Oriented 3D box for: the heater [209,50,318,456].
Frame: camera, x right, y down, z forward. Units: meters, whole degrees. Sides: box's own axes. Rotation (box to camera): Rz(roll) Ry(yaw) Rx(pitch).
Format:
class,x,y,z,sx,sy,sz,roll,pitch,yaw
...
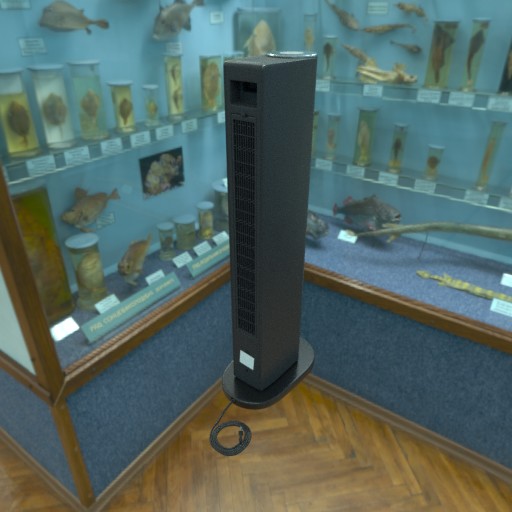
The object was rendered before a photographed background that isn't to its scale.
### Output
class,x,y,z,sx,sy,sz,roll,pitch,yaw
heater,0.000,0.000,1.046,0.214,0.856,0.458,21,36,32
